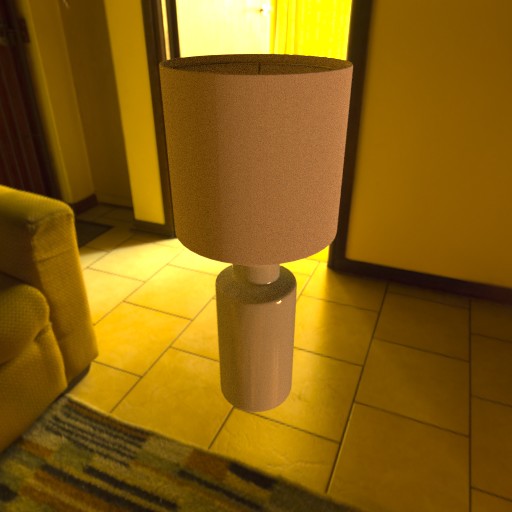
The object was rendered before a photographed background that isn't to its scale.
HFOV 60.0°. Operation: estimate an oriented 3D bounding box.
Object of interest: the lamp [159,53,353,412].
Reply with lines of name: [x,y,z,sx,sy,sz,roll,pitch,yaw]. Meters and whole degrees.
lamp: [0.000,0.000,0.612,0.212,0.493,0.212,1,29,2]
